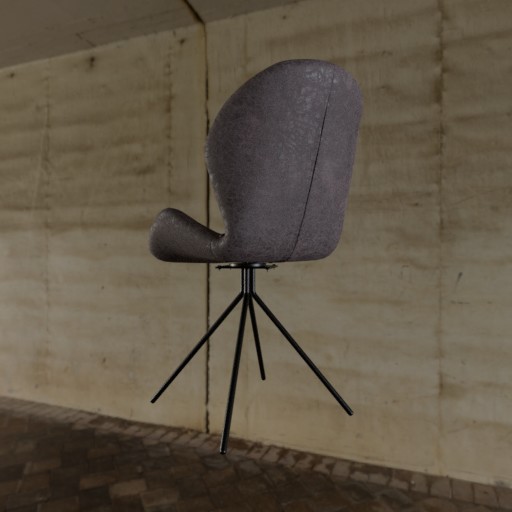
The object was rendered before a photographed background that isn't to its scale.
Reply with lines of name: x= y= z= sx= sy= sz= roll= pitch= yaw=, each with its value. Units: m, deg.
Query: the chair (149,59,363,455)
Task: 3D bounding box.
chair: x=0.000 y=0.000 z=1.308 sx=0.527 sy=0.934 sz=0.640 roll=0 pitch=1 yaw=-35
